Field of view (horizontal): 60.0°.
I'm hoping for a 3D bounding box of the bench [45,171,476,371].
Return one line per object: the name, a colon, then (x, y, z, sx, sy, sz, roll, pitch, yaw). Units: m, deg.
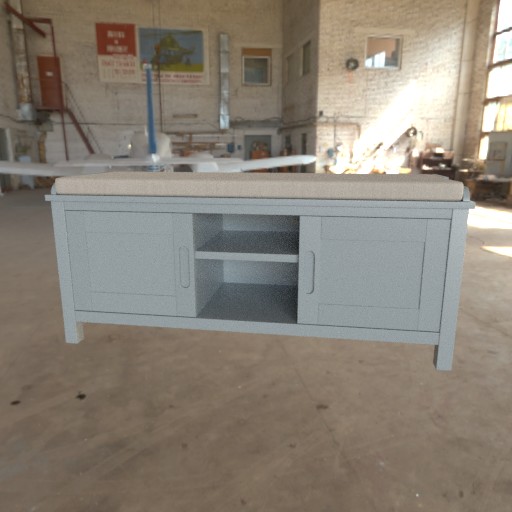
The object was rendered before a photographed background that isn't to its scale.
bench: (0.000, 0.000, 1.397, 1.140, 0.501, 0.398, 2, 14, 9)
